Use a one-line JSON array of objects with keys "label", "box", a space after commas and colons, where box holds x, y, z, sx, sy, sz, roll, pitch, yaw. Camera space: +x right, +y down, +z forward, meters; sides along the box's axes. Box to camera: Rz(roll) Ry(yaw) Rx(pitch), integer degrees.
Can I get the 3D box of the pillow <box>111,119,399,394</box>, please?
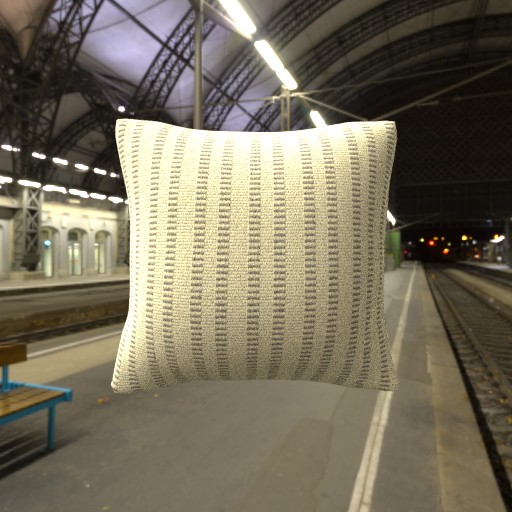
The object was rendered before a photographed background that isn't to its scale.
[{"label": "pillow", "box": [0.000, 0.000, 0.681, 0.438, 0.419, 0.247, 0, 0, -1]}]
